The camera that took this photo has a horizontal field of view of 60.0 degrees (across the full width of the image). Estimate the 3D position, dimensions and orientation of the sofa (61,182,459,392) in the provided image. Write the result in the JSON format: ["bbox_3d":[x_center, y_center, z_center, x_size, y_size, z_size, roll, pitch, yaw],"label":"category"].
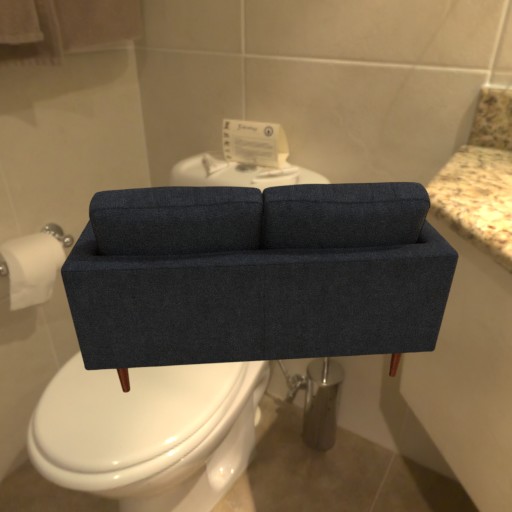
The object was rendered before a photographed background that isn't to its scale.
[{"bbox_3d":[0.000,0.000,2.190,1.582,0.944,0.903,-2,30,-4],"label":"sofa"}]
